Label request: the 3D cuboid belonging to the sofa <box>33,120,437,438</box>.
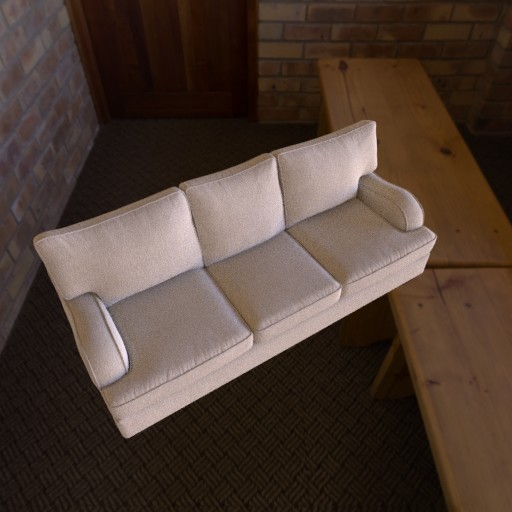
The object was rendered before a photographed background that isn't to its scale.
[{"bbox_3d":[0.000,0.000,2.835,2.323,0.991,1.016,-24,51,-22],"label":"sofa"}]
